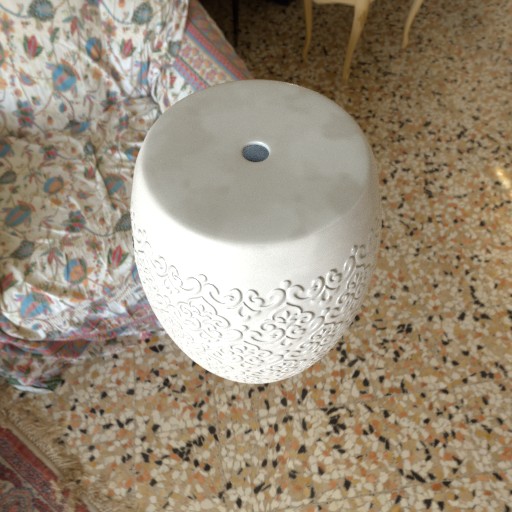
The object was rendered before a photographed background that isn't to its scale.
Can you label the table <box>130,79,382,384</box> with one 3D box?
[{"bbox_3d":[0.000,0.000,0.608,0.309,0.397,0.309,0,58,0],"label":"table"}]
